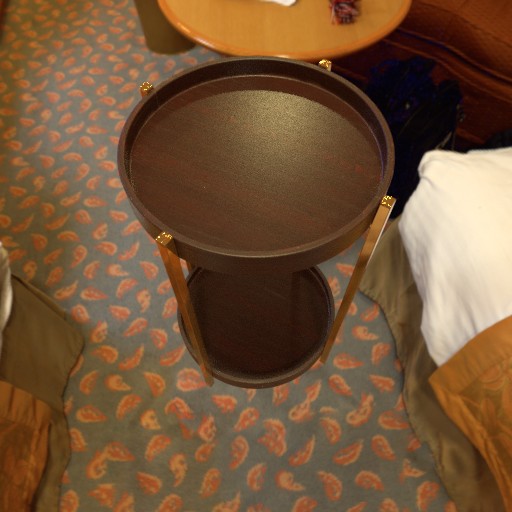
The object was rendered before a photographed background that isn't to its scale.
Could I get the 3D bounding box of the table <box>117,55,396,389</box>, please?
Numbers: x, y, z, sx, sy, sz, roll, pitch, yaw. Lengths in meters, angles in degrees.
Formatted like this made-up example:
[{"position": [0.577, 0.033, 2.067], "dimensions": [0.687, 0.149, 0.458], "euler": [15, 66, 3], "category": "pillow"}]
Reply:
[{"position": [0.000, 0.000, 0.854], "dimensions": [0.400, 0.610, 0.400], "euler": [29, 63, 17], "category": "table"}]
